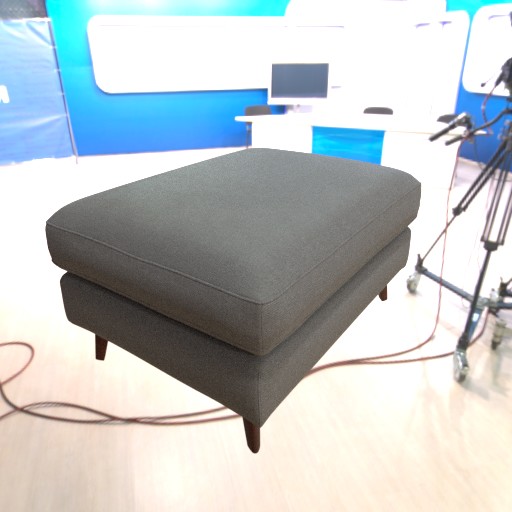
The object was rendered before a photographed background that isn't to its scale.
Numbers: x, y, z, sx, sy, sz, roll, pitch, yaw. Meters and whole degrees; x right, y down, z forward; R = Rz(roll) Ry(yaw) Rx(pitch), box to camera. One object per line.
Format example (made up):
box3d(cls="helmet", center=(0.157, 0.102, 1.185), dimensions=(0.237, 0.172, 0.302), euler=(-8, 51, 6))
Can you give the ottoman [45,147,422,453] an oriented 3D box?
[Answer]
box3d(cls="ottoman", center=(0.000, 0.000, 1.152), dimensions=(0.608, 0.449, 0.811), euler=(17, 31, 31))
